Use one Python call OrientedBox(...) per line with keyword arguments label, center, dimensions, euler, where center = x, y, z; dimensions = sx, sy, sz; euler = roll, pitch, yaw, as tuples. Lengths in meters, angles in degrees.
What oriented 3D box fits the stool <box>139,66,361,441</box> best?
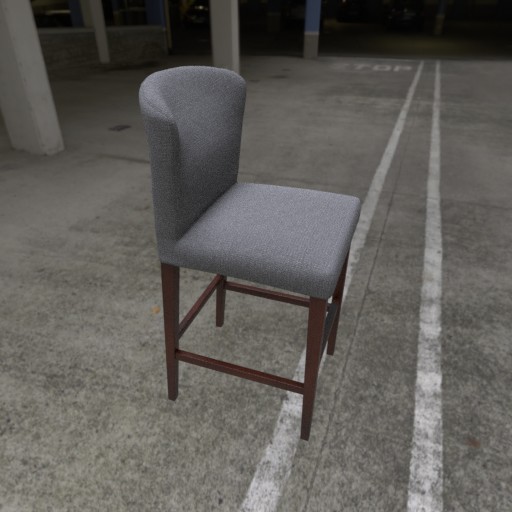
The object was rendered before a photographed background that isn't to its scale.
OrientedBox(label="stool", center=(0.000, 0.000, 1.400), dimensions=(0.568, 1.069, 0.486), euler=(11, 34, 17))
